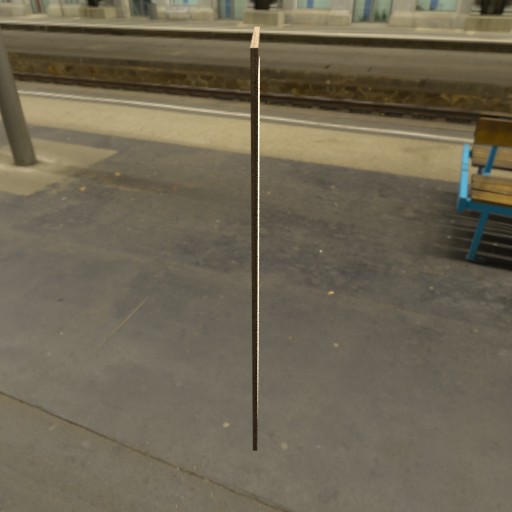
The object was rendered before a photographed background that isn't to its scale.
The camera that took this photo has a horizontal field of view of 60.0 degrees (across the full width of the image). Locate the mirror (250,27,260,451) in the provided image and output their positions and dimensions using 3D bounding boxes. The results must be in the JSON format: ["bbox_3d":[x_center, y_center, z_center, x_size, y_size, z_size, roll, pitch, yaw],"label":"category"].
[{"bbox_3d":[0.000,0.000,2.271,0.025,2.032,0.812,0,31,1],"label":"mirror"}]
